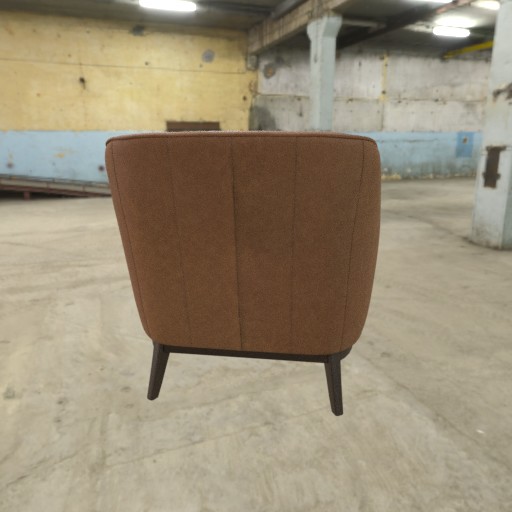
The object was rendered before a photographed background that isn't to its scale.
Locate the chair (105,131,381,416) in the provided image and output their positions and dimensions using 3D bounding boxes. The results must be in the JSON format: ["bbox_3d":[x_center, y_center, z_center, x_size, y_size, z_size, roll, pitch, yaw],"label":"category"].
[{"bbox_3d":[0.000,0.000,1.582,0.871,0.830,0.852,2,14,8],"label":"chair"}]
